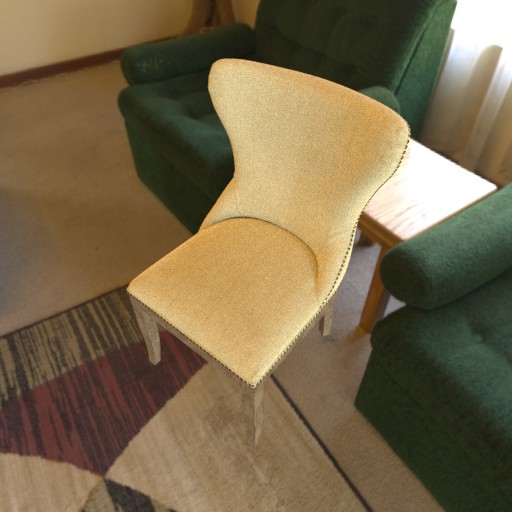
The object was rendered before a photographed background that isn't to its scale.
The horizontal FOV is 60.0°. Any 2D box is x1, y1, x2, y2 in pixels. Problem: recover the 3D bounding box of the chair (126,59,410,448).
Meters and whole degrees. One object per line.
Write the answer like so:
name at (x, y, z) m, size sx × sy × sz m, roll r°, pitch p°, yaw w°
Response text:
chair at (0.000, 0.000, 1.450) m, size 0.654 × 1.002 × 0.681 m, roll 31°, pitch 53°, yaw 26°
